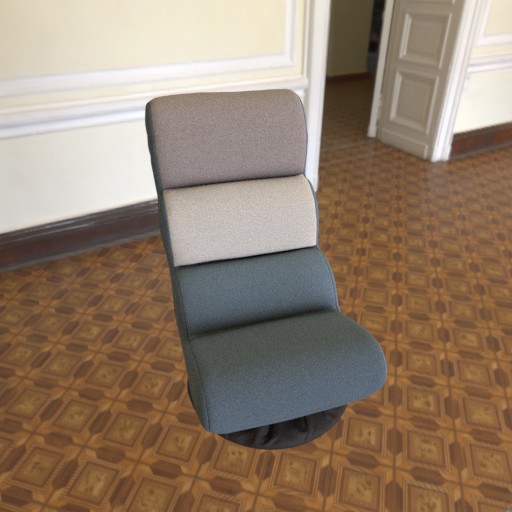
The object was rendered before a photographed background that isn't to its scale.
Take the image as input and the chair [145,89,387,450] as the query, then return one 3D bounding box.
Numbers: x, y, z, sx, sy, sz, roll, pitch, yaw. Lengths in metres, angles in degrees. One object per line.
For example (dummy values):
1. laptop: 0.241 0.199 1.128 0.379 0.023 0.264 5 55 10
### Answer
1. chair: 0.000 0.000 1.065 0.420 0.641 0.661 -9 34 -14
